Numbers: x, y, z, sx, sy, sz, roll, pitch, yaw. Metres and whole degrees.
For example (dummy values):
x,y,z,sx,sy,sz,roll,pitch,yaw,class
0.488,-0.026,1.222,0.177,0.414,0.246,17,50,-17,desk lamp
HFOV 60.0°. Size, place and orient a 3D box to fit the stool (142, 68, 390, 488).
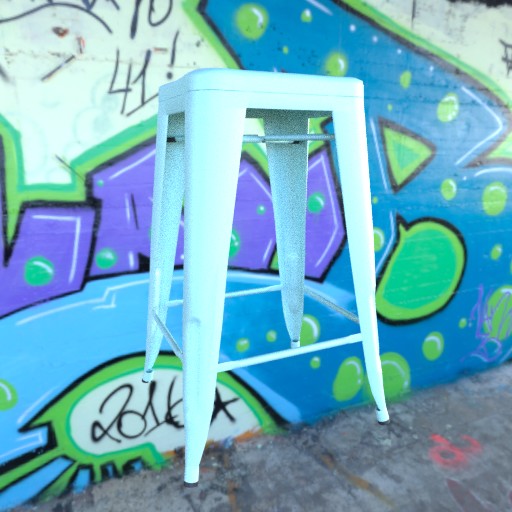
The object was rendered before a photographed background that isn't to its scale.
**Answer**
x,y,z,sx,sy,sz,roll,pitch,yaw,class
0.000,0.000,0.830,0.399,0.609,0.359,-7,16,-24,stool
